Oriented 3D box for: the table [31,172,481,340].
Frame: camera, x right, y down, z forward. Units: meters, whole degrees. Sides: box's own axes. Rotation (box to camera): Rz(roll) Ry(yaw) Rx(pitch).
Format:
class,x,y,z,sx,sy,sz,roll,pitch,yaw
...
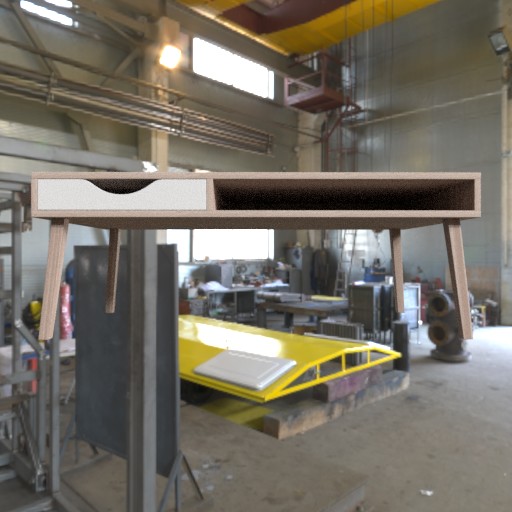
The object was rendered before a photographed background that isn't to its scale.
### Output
class,x,y,z,sx,sy,sz,roll,pitch,yaw
table,0.000,0.000,1.481,1.200,0.450,0.600,0,0,0
